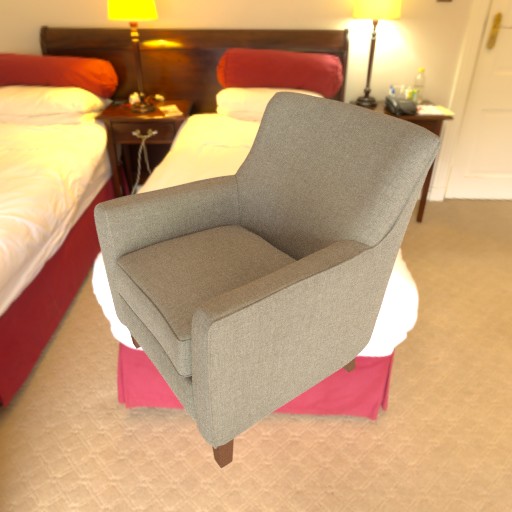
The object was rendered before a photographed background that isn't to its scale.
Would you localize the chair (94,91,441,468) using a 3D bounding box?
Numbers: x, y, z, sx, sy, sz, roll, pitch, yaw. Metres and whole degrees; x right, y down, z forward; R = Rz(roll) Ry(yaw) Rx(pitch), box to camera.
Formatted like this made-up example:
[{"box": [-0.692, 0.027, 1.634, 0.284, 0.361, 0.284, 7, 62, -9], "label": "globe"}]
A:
[{"box": [0.000, 0.000, 1.765, 0.993, 1.047, 0.887, -21, 37, -30], "label": "chair"}]
